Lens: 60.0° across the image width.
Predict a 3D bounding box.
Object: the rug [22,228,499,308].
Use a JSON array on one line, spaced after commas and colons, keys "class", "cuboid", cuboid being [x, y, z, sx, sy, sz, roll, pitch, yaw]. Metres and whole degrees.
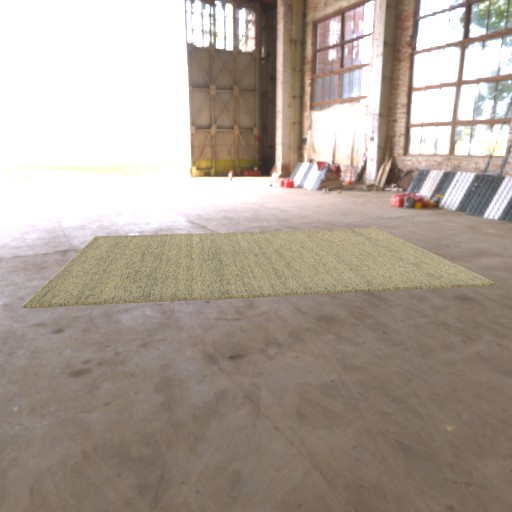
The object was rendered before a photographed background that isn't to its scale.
[{"class": "rug", "cuboid": [0.000, 0.000, 2.281, 1.846, 0.014, 1.243, -2, 14, -8]}]
